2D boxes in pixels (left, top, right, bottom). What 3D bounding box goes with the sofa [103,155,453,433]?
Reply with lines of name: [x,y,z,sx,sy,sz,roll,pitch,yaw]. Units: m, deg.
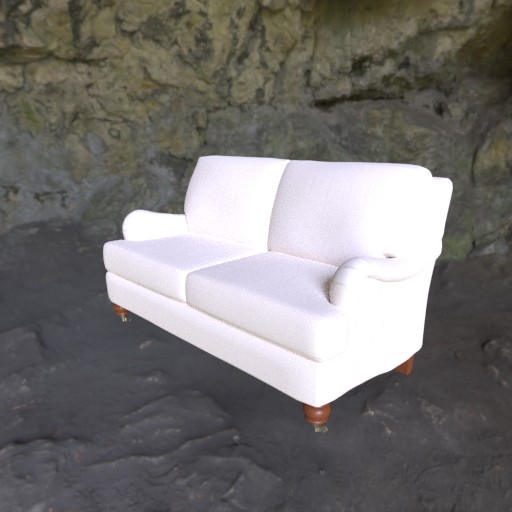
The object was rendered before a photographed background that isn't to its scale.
sofa: [0.000,0.000,2.609,1.084,1.101,1.853,-14,21,-43]
